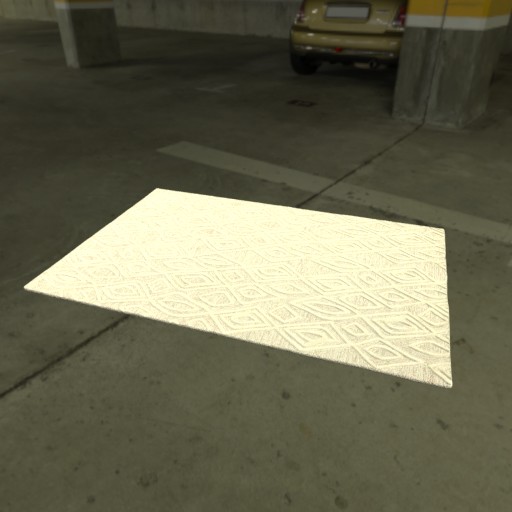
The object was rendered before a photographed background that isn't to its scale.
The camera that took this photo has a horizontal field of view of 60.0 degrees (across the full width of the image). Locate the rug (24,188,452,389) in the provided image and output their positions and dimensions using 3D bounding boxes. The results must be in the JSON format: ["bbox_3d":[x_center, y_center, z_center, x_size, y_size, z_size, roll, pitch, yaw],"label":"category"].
[{"bbox_3d":[0.000,0.000,2.256,1.832,0.016,1.224,10,33,16],"label":"rug"}]
